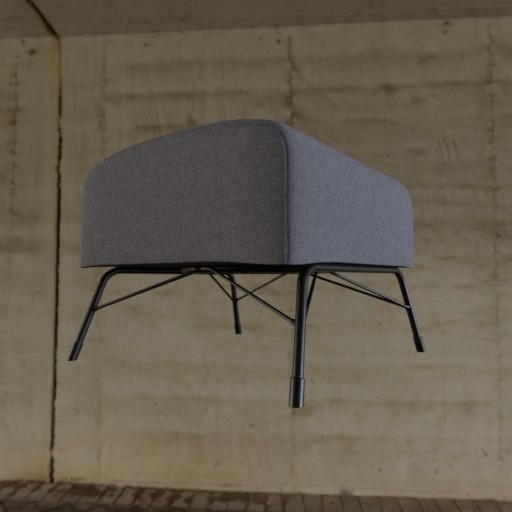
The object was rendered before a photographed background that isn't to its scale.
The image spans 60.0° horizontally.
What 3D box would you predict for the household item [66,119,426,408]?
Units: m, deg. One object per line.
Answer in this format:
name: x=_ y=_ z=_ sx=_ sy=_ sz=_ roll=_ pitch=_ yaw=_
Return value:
household item: x=0.000 y=0.000 z=0.920 sx=0.530 sy=0.410 sz=0.530 roll=-2 pitch=-4 yaw=37
